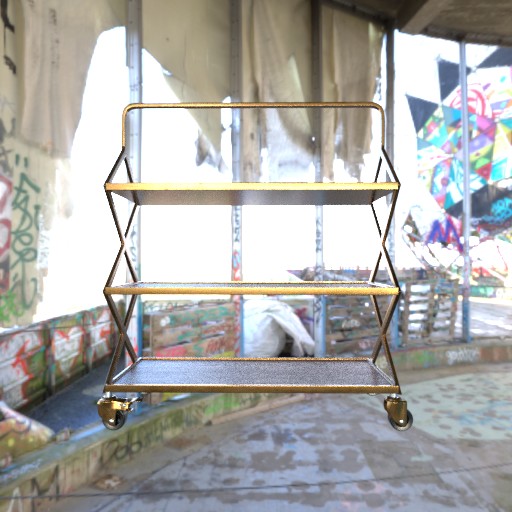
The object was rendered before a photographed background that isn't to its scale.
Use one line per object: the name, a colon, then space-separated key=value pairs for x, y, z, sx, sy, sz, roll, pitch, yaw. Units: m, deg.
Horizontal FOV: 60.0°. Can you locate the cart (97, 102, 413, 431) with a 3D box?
cart: x=0.000 y=0.000 z=1.163 sx=0.723 sy=0.805 sz=0.313 roll=0 pitch=-1 yaw=1
